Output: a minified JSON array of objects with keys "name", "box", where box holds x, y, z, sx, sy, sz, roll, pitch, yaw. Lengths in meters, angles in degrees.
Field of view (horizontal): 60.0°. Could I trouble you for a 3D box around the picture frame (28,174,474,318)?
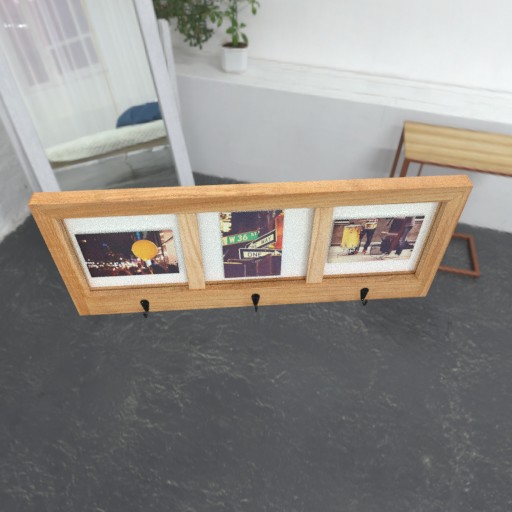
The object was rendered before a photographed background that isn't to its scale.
[{"name":"picture frame","box":[0.000,0.000,0.663,0.582,0.234,0.045,-3,46,-3]}]
